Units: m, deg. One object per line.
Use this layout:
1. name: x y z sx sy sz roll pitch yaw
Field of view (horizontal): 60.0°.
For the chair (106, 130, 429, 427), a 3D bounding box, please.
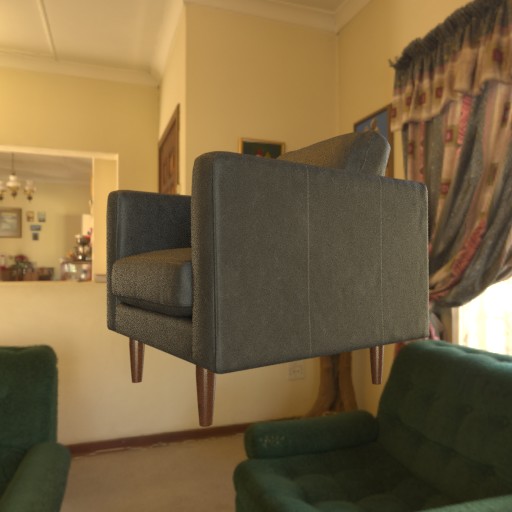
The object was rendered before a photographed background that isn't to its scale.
1. chair: 0.000 0.000 1.576 0.879 0.898 0.831 0 -1 -35
